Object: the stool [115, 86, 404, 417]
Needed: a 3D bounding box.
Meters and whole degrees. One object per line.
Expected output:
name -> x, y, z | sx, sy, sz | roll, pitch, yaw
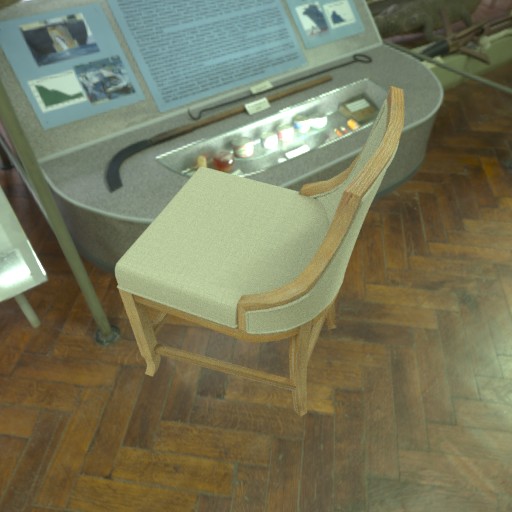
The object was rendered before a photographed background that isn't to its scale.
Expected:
stool -> 0.000, 0.000, 1.306 | 0.626, 0.938, 0.524 | 16, 48, 15
